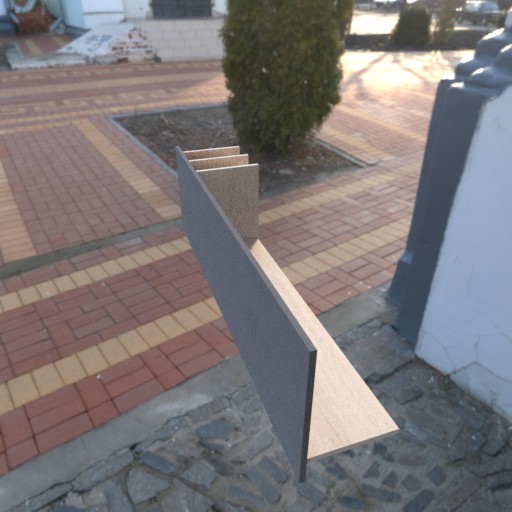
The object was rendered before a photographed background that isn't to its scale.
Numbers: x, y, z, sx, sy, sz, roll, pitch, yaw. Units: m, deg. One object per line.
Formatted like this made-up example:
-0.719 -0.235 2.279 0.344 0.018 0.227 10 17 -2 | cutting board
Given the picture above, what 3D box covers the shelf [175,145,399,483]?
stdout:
0.000 0.000 1.127 0.200 0.300 1.020 -10 32 -16 | shelf
